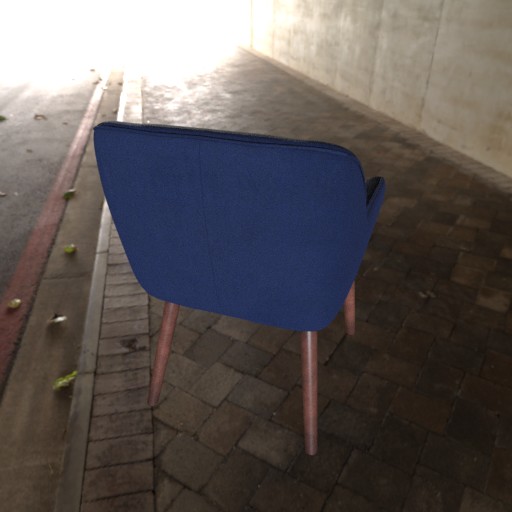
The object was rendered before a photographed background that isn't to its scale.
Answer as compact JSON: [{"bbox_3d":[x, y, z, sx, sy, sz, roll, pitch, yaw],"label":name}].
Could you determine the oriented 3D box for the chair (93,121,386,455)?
[{"bbox_3d":[0.000,0.000,1.210,0.600,0.820,0.600,10,32,17],"label":"chair"}]
